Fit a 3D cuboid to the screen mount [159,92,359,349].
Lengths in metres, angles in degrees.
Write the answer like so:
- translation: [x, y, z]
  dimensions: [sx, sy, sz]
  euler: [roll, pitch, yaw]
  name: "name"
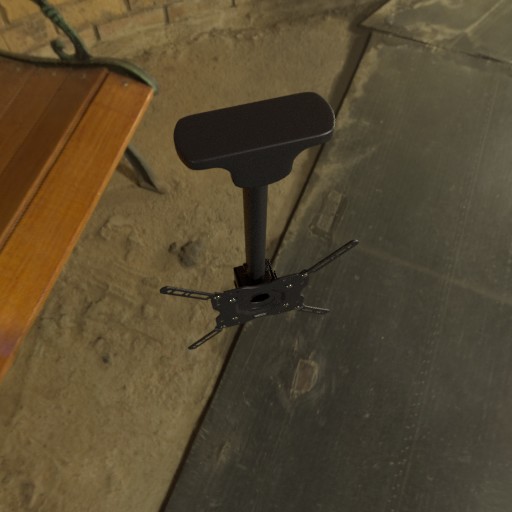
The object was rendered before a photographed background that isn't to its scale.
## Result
- translation: [0.000, 0.000, 0.895]
  dimensions: [0.393, 0.729, 0.090]
  euler: [-14, 64, -7]
  name: "screen mount"
